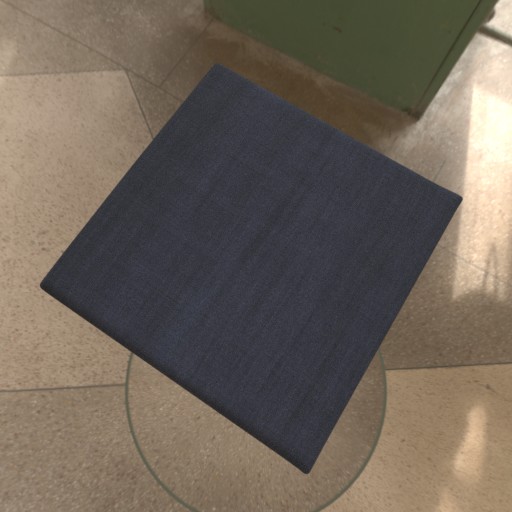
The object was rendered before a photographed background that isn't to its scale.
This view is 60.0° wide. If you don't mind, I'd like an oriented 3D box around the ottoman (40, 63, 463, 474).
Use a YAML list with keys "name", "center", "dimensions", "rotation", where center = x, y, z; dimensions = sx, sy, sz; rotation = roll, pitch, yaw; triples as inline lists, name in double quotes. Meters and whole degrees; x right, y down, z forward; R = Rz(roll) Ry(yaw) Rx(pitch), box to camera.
- name: "ottoman"
  center: [0.000, 0.000, 1.415]
  dimensions: [0.889, 0.411, 0.890]
  rotation: [32, 77, 9]
